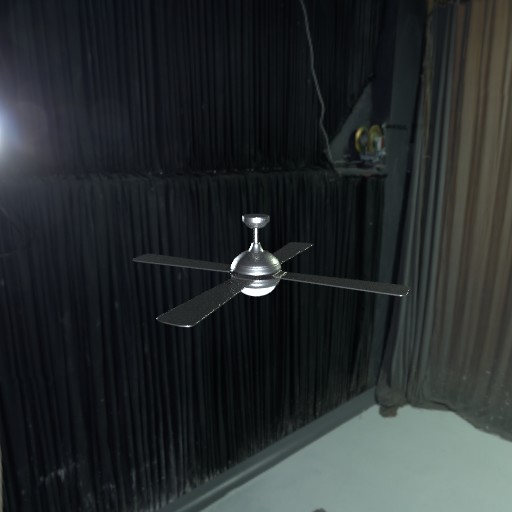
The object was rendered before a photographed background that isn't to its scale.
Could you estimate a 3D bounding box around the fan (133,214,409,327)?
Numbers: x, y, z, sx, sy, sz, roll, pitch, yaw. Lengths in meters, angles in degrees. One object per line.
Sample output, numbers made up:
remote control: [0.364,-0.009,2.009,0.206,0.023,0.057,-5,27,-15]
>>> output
fan: [0.000,0.000,2.086,1.321,0.381,1.321,-14,20,-43]
